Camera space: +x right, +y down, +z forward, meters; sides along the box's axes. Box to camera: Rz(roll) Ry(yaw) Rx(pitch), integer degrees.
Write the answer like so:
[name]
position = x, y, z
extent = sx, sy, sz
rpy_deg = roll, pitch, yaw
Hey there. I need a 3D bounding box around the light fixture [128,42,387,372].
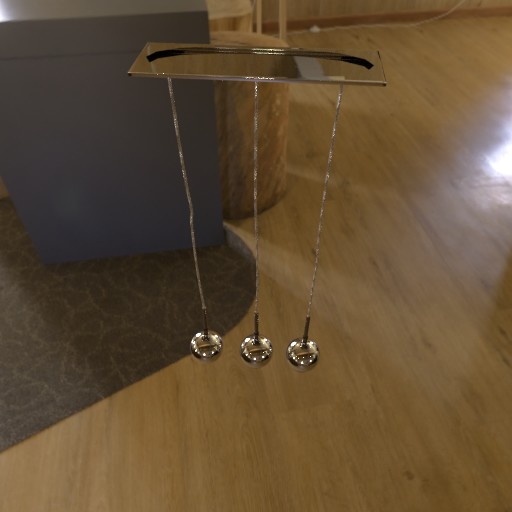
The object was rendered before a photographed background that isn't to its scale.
[light fixture]
position = 0.000, 0.000, 1.615
extent = 0.623, 1.408, 0.188
rpy_deg = 4, 46, 4
